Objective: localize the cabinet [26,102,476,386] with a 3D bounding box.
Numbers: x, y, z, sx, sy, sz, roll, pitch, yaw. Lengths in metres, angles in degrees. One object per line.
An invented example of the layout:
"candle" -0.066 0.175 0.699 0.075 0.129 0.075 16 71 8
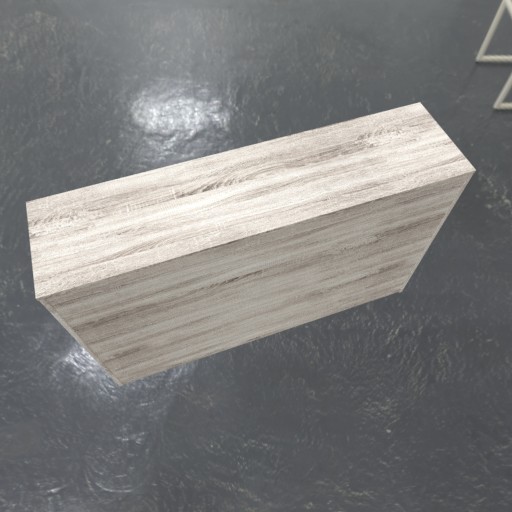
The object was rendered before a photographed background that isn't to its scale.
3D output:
"cabinet" 0.000 0.000 1.852 1.450 0.900 0.380 -17 60 -10
